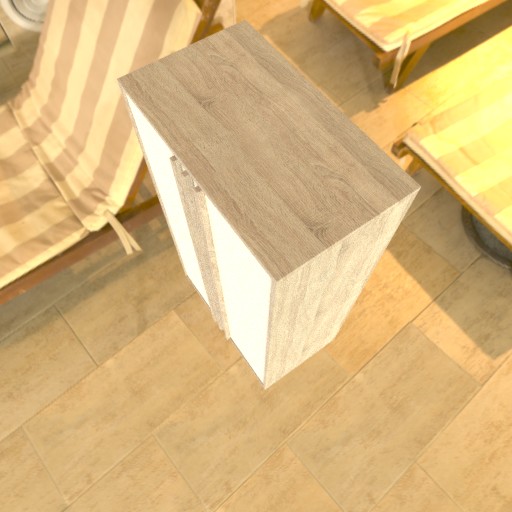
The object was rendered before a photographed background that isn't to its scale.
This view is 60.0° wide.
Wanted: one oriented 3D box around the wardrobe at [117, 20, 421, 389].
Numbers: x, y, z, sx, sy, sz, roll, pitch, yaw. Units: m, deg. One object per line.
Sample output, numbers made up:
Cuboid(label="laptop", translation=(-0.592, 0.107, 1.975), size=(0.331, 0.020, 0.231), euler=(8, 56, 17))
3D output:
Cuboid(label="wardrobe", translation=(0.000, 0.000, 2.411), size=(0.600, 1.960, 1.000), euler=(-32, 68, -15))
